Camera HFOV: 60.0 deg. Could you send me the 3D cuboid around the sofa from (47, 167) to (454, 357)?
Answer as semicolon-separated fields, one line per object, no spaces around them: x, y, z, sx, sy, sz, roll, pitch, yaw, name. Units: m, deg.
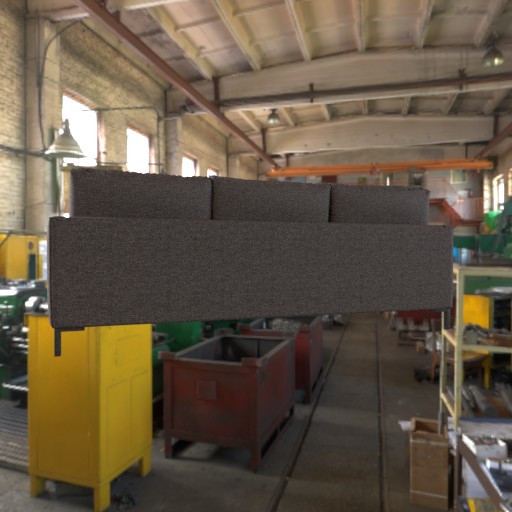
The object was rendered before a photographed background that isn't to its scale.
0.000;0.000;2.718;2.253;0.882;0.876;0;1;-19;sofa
